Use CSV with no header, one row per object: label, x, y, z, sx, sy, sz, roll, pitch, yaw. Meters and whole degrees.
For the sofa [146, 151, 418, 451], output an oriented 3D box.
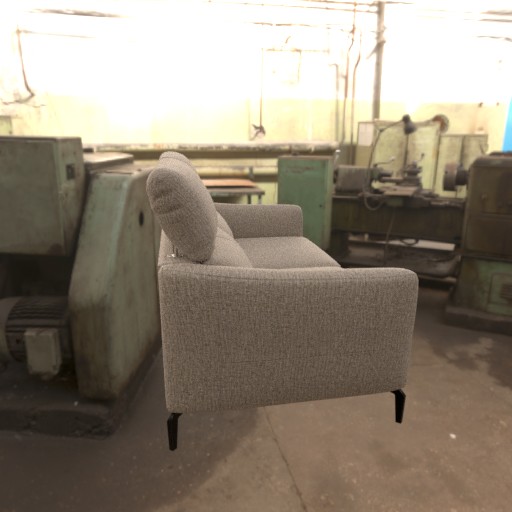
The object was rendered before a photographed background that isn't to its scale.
sofa,0.000,0.000,2.118,0.905,0.950,1.540,-3,16,-10
